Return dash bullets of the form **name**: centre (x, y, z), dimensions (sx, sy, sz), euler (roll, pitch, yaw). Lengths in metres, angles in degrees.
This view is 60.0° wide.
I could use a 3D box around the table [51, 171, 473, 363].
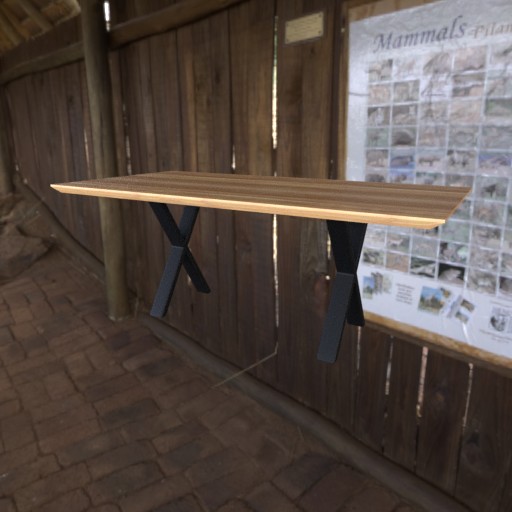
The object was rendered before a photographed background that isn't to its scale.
- **table**: centre (0.000, 0.000, 2.450), dimensions (2.000, 0.770, 1.000), euler (9, 18, 29)
